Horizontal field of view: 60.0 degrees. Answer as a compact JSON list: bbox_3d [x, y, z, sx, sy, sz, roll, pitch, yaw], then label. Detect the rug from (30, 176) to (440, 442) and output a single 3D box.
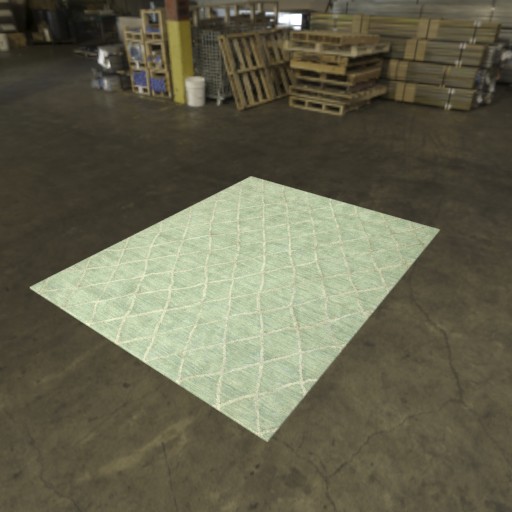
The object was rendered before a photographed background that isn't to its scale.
[{"bbox_3d":[0.000,0.000,4.097,2.420,0.019,3.039,21,38,30],"label":"rug"}]
